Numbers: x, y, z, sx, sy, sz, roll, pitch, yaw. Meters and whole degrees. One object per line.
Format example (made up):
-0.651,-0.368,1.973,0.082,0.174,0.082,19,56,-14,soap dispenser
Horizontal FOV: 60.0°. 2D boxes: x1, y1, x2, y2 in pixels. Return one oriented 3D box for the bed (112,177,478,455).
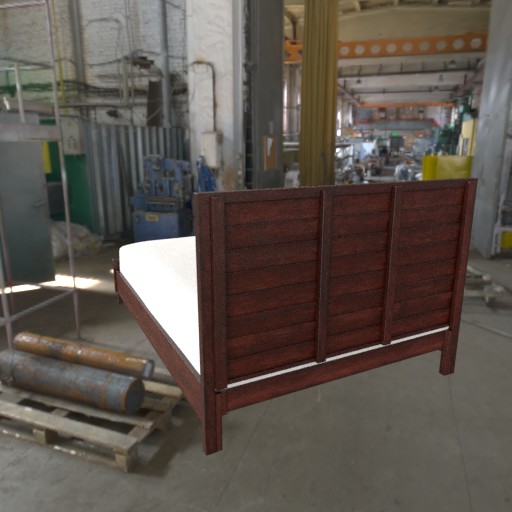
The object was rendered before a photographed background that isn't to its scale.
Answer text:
0.000,0.000,3.959,2.040,1.492,2.803,-7,16,-26,bed
